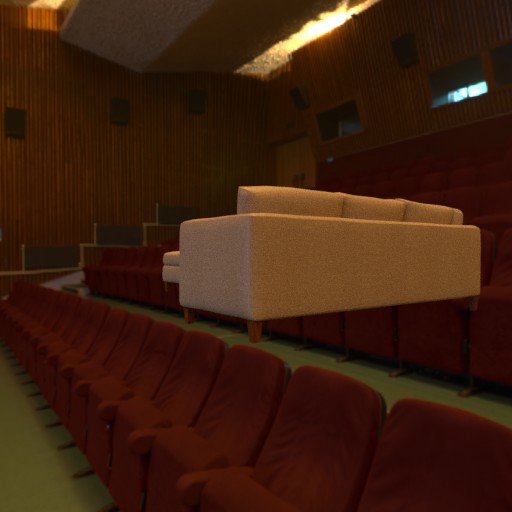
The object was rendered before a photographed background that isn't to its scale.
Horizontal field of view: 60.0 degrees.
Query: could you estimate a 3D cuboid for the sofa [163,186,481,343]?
[{"bbox_3d":[0.000,0.000,4.647,2.594,0.961,3.460,0,1,-36],"label":"sofa"}]
